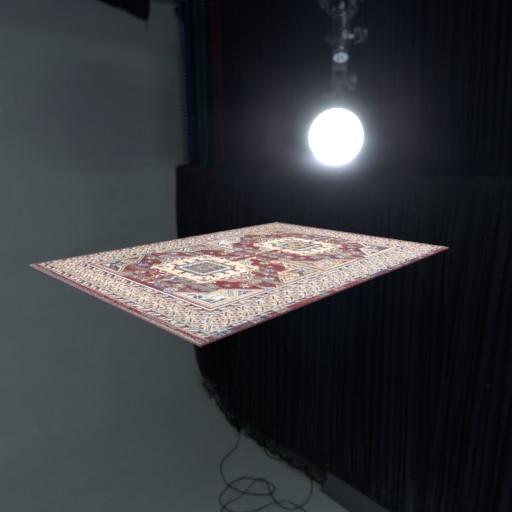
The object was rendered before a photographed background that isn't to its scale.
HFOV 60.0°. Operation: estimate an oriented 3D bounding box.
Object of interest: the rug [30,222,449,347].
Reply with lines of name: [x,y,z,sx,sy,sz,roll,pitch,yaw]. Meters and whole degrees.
rug: [0.000,0.000,2.859,1.599,0.011,2.210,13,18,43]
